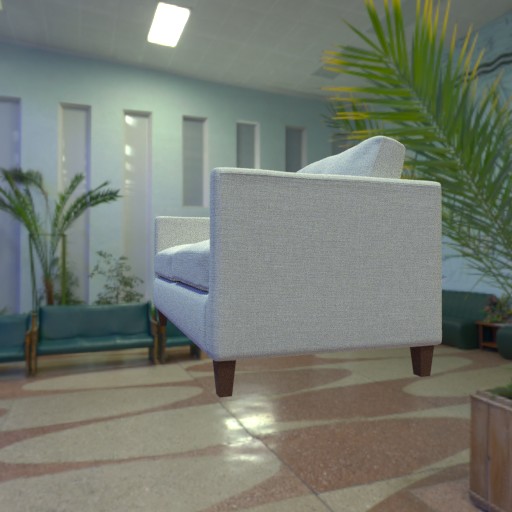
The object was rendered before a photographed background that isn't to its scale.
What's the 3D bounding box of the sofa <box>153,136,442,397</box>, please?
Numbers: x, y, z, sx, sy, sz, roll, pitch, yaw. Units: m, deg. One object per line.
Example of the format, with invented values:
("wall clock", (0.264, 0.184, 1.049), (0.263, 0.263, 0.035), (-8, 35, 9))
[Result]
("sofa", (0.000, 0.000, 2.442), (0.950, 0.963, 1.838), (0, -1, -19))
